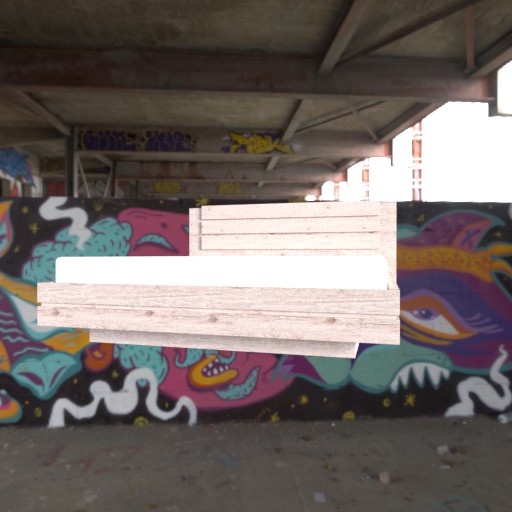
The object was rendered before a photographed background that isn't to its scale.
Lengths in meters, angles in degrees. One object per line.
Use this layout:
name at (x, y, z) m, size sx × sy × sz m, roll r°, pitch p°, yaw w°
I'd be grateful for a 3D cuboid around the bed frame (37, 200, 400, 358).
bed frame at (0.000, 0.000, 3.135) m, size 1.950 × 0.970 × 2.080 m, roll 0°, pitch 0°, yaw 16°
